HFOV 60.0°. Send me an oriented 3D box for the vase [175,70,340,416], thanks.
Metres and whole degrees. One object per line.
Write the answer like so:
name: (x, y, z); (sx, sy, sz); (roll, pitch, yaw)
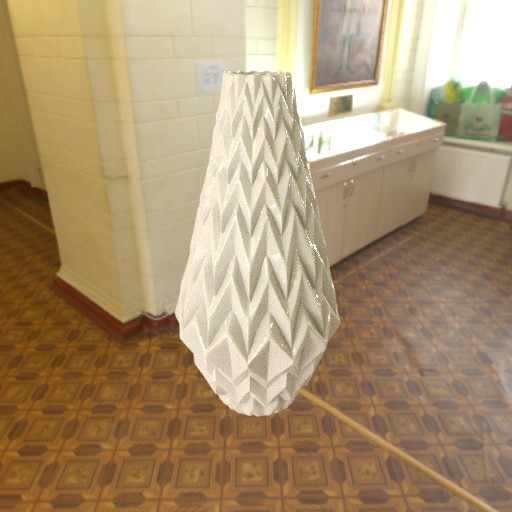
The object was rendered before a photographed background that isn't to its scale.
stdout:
vase: (0.000, 0.000, 0.428); (0.167, 0.328, 0.167); (0, 26, 0)
